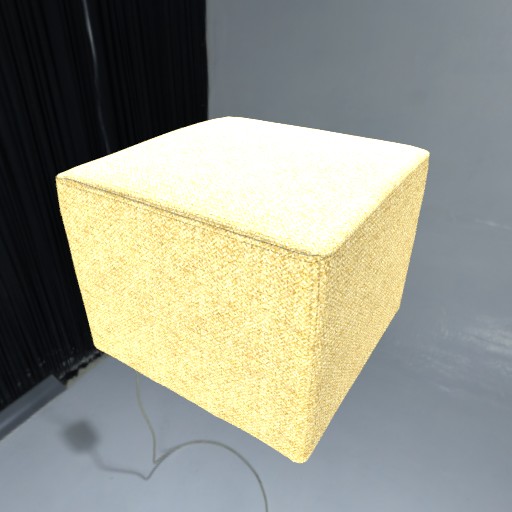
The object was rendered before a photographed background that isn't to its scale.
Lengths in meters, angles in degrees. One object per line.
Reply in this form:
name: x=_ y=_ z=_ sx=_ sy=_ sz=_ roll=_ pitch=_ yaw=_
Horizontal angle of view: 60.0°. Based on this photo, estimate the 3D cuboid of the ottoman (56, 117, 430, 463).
ottoman: x=0.000 y=0.000 z=0.903 sx=0.512 sy=0.441 sz=0.505 roll=19 pitch=36 yaw=28
